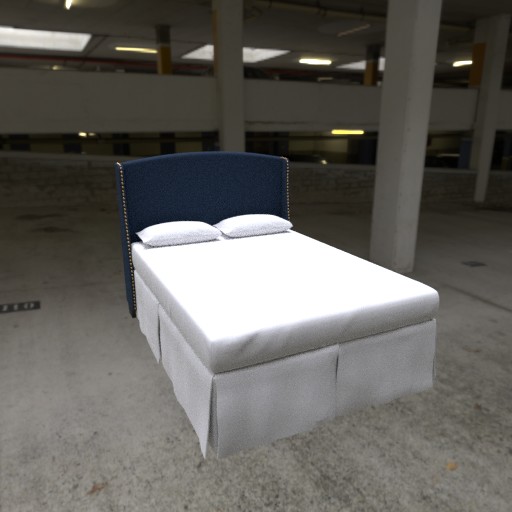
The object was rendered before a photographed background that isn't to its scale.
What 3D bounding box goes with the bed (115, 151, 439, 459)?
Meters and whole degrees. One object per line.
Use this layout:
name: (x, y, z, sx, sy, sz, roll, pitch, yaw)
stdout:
bed: (0.000, 0.000, 3.290, 1.604, 1.402, 2.223, -8, 18, -25)
